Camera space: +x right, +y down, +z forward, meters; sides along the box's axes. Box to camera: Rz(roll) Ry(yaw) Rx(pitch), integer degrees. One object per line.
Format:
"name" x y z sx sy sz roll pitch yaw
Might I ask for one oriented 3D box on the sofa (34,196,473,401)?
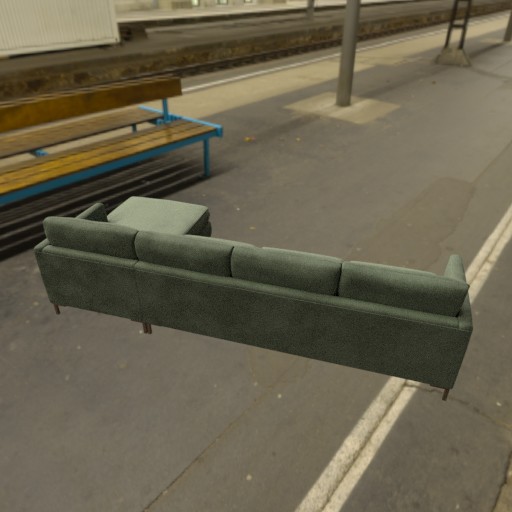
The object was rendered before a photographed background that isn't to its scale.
"sofa" 0.000 0.000 3.160 2.725 0.756 1.255 9 33 14
